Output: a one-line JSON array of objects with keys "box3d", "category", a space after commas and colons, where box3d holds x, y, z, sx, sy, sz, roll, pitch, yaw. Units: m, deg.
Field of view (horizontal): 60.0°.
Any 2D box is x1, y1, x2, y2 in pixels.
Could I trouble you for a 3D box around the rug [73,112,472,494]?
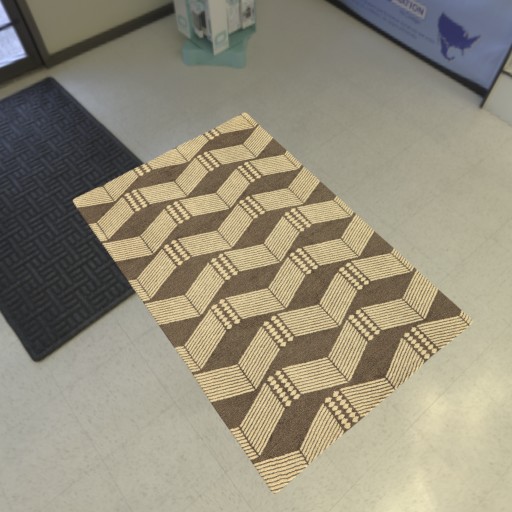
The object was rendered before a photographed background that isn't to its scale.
[{"box3d": [0.000, 0.000, 2.298, 1.210, 0.016, 1.833, -33, 64, -18], "category": "rug"}]
